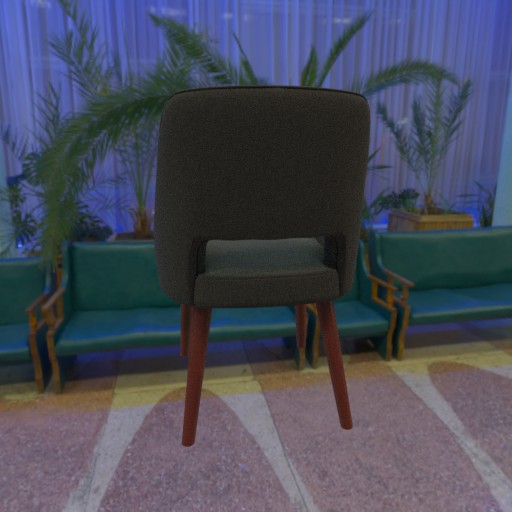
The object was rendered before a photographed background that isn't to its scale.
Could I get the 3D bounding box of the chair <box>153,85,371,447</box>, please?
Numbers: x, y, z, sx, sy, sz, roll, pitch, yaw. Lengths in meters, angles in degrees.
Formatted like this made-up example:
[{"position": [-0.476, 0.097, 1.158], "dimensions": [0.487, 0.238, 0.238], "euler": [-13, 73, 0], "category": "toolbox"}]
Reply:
[{"position": [0.000, 0.000, 1.246], "dimensions": [0.559, 0.838, 0.560], "euler": [-2, 14, -9], "category": "chair"}]
